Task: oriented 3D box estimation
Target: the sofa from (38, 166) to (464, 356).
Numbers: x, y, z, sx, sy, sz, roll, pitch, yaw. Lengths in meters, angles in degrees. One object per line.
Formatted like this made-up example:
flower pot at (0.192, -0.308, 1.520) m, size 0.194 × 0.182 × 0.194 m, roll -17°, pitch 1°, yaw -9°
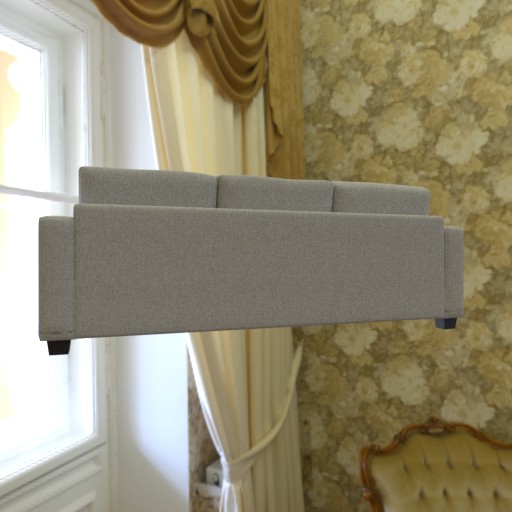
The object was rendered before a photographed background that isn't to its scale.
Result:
sofa at (0.000, 0.000, 2.497) m, size 2.120 × 0.800 × 0.900 m, roll 0°, pitch 0°, yaw -19°
